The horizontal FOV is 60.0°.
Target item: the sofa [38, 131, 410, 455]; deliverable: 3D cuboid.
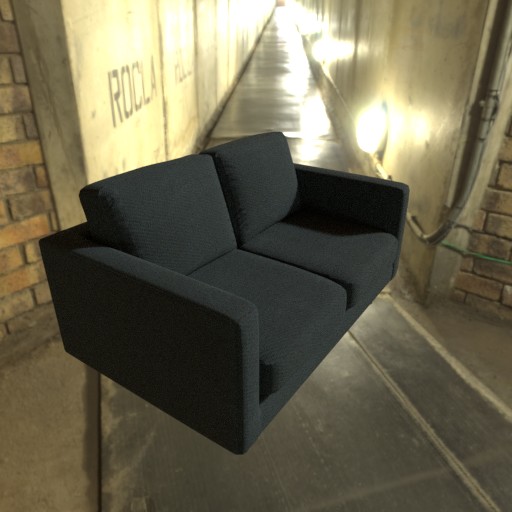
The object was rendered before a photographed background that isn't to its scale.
[{"bbox_3d":[0.000,0.000,2.113,0.999,0.930,1.518,17,32,31],"label":"sofa"}]
